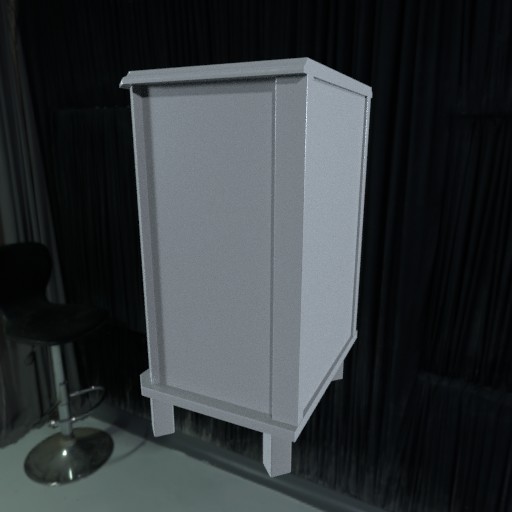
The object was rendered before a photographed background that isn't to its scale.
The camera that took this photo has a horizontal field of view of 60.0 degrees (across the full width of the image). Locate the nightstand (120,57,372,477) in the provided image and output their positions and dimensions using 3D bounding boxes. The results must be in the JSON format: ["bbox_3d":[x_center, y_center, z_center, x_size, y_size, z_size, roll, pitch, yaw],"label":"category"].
[{"bbox_3d":[0.000,0.000,0.922,0.348,0.680,0.435,7,17,25],"label":"nightstand"}]
